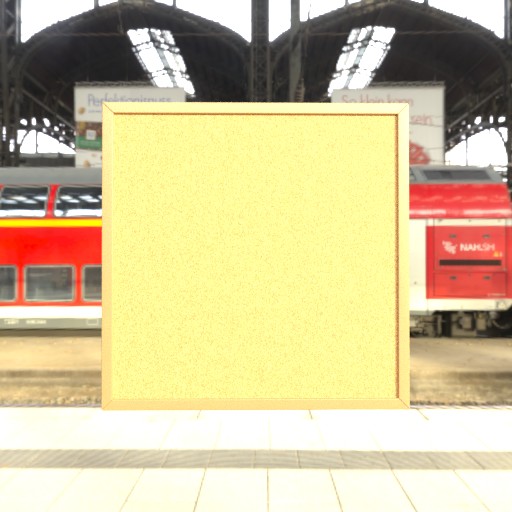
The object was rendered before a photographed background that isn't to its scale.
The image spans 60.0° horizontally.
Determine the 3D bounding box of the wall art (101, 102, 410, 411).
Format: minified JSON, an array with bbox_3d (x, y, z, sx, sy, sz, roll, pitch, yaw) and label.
[{"bbox_3d":[0.000,0.000,0.751,0.509,0.509,0.036,0,0,-1],"label":"wall art"}]
